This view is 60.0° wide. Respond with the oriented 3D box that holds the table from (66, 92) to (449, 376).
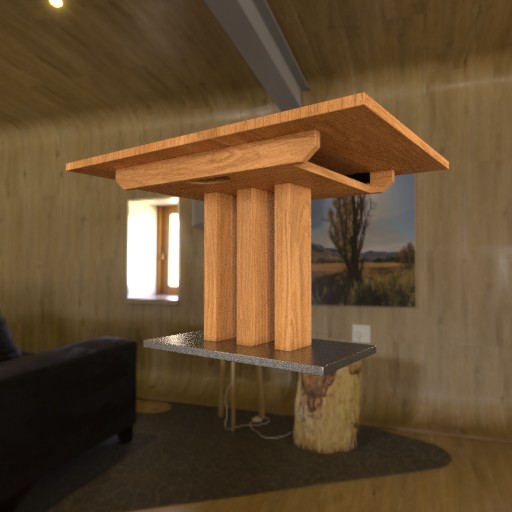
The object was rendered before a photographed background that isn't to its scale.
[{"bbox_3d":[0.000,0.000,1.821,1.300,0.770,0.900,-1,-2,36],"label":"table"}]
